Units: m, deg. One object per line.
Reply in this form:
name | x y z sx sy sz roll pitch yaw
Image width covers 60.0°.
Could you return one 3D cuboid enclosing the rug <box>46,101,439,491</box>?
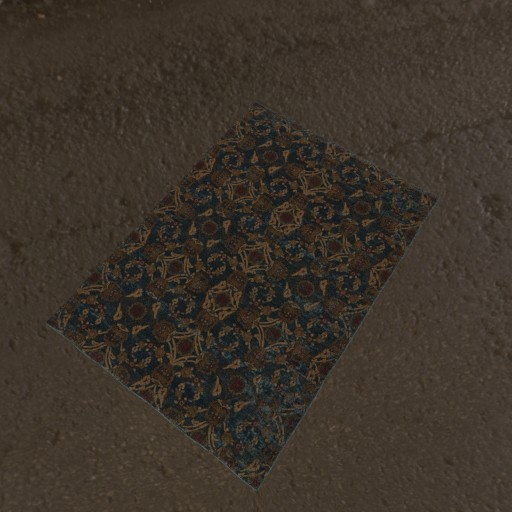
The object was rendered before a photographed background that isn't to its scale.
rug | 0.000 0.000 4.299 2.337 0.013 3.291 32 68 15
